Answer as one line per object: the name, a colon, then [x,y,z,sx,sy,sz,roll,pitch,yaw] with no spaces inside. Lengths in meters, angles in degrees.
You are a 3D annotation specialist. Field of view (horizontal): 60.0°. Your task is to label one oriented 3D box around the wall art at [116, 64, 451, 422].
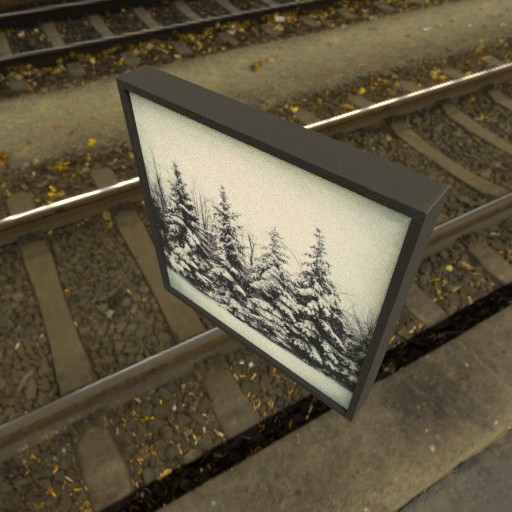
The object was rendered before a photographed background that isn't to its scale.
wall art: [0.000,0.000,0.462,0.305,0.305,0.037,30,53,26]
